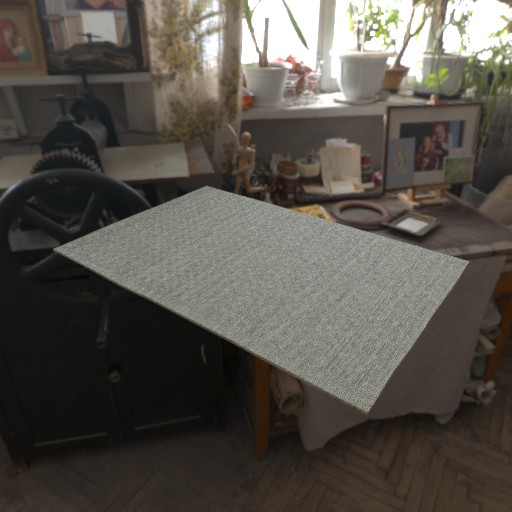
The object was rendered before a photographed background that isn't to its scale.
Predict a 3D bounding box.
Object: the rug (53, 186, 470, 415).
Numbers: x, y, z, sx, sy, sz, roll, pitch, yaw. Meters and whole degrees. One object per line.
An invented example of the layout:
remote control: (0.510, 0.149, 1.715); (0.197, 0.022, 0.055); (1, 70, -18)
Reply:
rug: (0.000, 0.000, 2.923); (2.297, 0.018, 1.532); (20, 35, 32)
